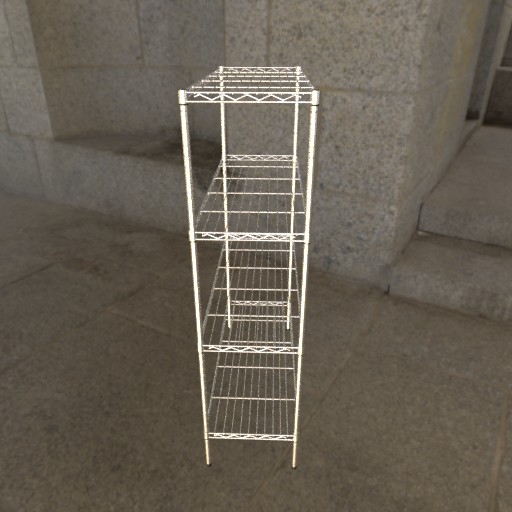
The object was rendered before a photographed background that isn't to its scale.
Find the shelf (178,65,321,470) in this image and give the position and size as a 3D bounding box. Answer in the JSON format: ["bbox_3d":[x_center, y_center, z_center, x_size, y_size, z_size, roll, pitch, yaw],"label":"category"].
[{"bbox_3d":[0.000,0.000,1.788,0.352,1.360,0.907,1,27,2],"label":"shelf"}]
